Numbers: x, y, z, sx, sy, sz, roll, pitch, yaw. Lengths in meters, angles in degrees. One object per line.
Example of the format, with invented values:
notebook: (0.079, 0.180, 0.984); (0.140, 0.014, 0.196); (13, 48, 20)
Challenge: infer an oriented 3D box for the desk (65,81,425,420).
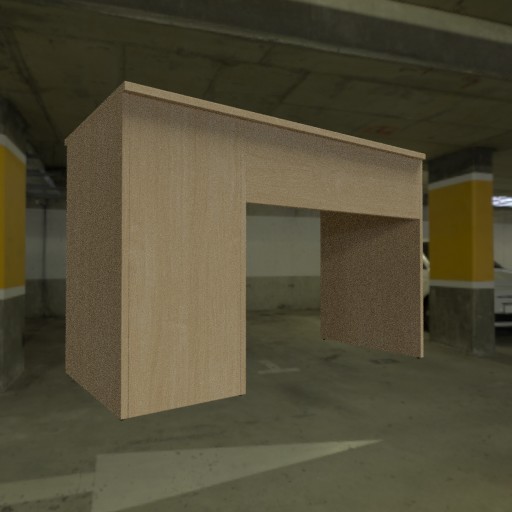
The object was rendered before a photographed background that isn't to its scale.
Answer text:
desk: (0.000, 0.000, 1.495); (1.097, 0.735, 0.560); (1, -1, -36)
